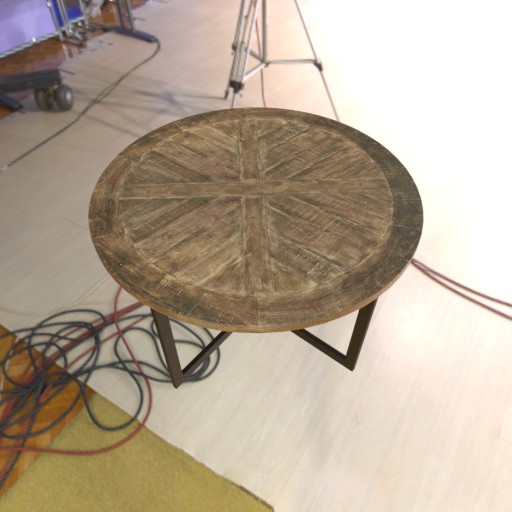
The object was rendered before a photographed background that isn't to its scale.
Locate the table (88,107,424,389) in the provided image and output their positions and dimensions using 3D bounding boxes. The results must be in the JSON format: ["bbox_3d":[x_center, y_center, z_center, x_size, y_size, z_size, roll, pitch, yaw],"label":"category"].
[{"bbox_3d":[0.000,0.000,2.002,1.264,0.762,1.264,0,47,0],"label":"table"}]
